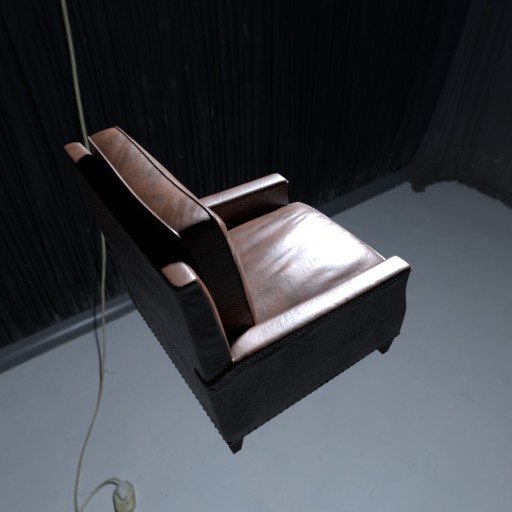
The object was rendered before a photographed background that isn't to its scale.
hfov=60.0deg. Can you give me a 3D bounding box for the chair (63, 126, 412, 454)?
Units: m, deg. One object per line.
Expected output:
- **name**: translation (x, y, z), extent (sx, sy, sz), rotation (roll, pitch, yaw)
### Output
- **chair**: translation (0.000, 0.000, 1.761), extent (1.035, 1.054, 0.854), rotation (-24, 46, -26)
